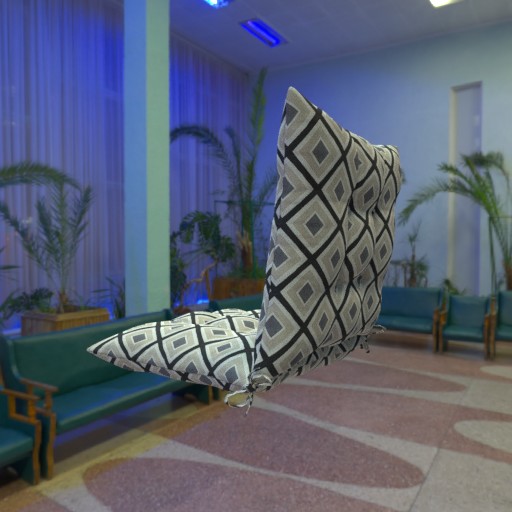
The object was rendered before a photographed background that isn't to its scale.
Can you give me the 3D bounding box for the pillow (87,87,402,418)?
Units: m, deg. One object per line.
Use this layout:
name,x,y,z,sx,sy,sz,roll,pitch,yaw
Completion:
pillow,0.000,0.000,1.029,0.585,0.536,0.541,1,2,36
